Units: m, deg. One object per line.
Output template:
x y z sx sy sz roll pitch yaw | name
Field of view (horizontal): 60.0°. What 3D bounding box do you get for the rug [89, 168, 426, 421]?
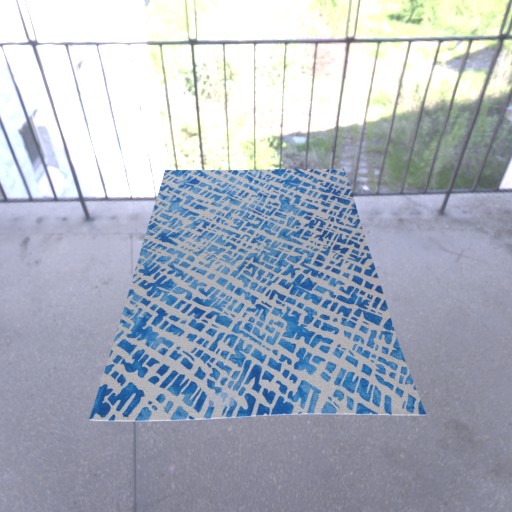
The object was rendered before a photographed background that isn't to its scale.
0.000 0.000 2.282 1.209 0.011 1.830 0 40 0 | rug
